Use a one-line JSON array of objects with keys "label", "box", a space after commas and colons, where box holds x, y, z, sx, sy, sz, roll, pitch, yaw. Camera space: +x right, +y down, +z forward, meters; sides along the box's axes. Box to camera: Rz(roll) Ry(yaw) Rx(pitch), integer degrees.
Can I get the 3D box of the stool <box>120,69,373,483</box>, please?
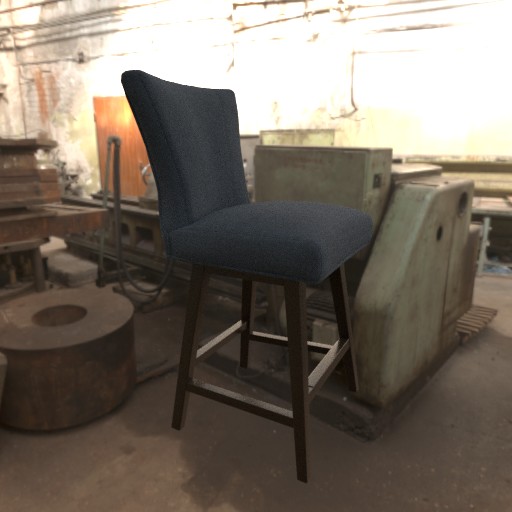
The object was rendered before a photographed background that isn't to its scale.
[{"label": "stool", "box": [0.000, 0.000, 1.312, 0.574, 1.000, 0.514, 7, 16, 26]}]
